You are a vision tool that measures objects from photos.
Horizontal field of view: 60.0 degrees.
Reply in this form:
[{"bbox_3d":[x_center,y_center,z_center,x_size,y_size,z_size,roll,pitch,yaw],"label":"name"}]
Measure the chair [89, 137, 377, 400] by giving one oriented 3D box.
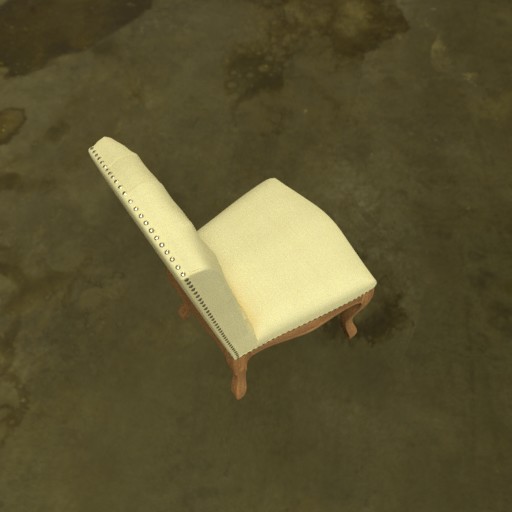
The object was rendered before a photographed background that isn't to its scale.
[{"bbox_3d":[0.000,0.000,1.547,0.715,1.165,0.623,-31,63,-18],"label":"chair"}]
